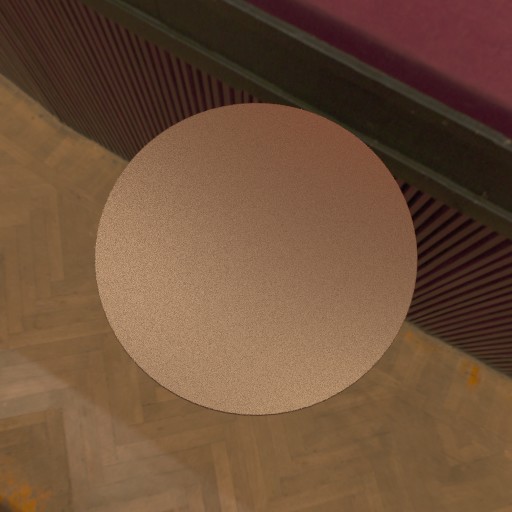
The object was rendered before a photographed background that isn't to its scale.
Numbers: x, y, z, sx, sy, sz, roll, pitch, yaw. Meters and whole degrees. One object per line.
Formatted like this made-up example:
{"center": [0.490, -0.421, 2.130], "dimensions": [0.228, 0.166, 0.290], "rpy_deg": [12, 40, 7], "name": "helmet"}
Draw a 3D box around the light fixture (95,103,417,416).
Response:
{"center": [0.000, 0.000, 0.552], "dimensions": [0.368, 0.100, 0.368], "rpy_deg": [0, 76, 0], "name": "light fixture"}
